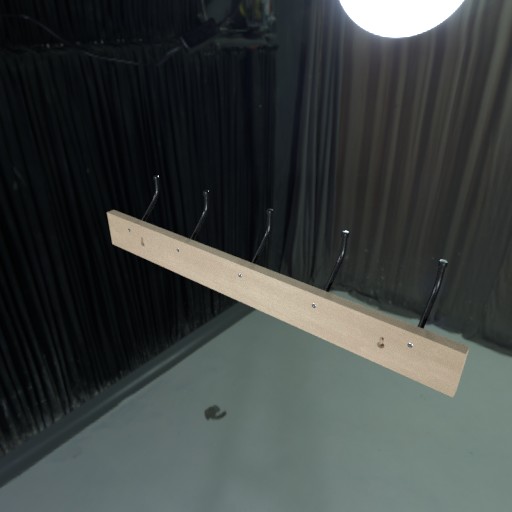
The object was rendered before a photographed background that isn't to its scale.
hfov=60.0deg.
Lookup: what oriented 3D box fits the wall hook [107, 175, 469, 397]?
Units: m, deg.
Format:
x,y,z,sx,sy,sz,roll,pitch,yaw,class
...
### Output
x,y,z,sx,sy,sz,roll,pitch,yaw,class
0.000,0.000,0.611,0.571,0.117,0.071,20,35,32,wall hook
